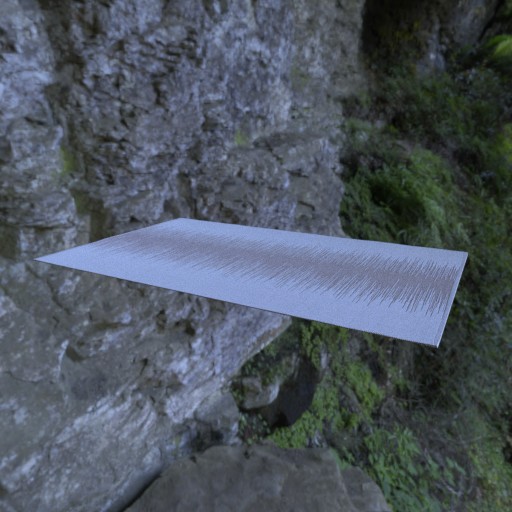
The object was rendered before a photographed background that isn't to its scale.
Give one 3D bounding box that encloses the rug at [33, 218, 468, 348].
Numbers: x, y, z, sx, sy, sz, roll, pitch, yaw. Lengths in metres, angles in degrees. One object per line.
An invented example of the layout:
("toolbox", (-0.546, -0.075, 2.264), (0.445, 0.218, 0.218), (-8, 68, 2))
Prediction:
("rug", (0.000, 0.000, 2.920), (2.440, 0.012, 1.522), (9, 19, 27))
